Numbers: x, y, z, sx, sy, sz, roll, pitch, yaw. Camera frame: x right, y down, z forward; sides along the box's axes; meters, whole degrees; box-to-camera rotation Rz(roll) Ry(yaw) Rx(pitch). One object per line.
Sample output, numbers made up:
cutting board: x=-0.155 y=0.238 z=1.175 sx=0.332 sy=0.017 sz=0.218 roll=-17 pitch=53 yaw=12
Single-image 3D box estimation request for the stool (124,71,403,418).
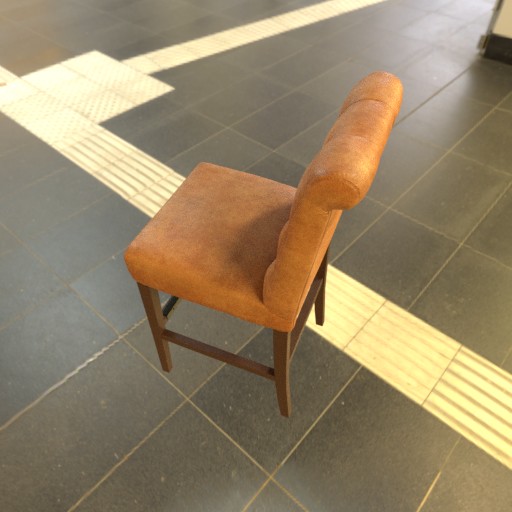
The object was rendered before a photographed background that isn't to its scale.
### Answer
stool: x=0.000 y=0.000 z=1.355 sx=0.601 sy=1.047 sz=0.493 roll=17 pitch=49 yaw=15
